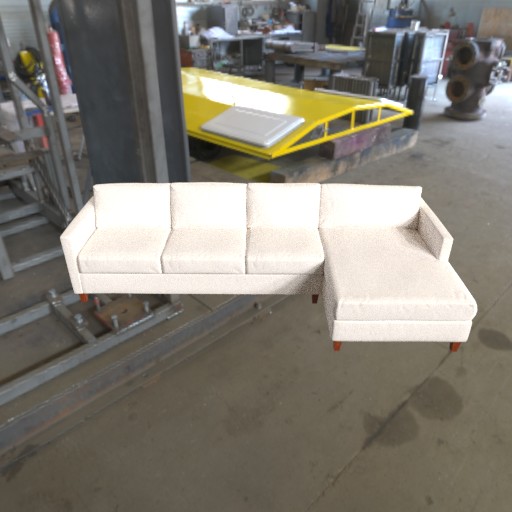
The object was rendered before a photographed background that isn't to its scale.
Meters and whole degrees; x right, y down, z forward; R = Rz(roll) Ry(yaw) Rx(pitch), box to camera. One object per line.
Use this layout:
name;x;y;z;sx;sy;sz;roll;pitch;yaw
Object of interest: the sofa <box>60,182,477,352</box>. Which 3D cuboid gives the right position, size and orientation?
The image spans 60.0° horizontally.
sofa;0.000;0.000;4.119;3.471;0.954;1.606;0;31;0
